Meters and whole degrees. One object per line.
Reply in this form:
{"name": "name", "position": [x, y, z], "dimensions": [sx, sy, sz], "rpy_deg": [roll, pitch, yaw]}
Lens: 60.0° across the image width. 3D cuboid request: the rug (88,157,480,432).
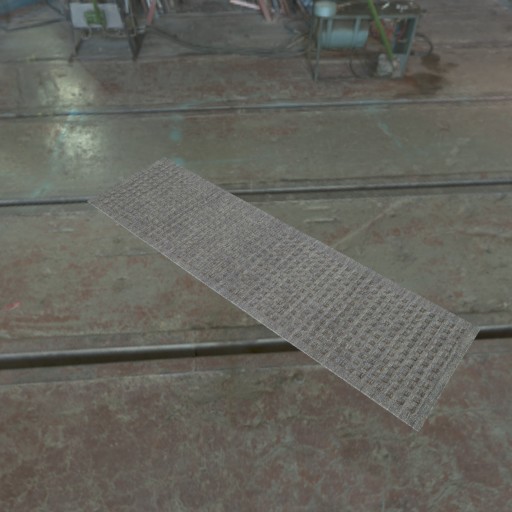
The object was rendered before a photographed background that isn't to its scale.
{"name": "rug", "position": [0.000, 0.000, 2.653], "dimensions": [2.443, 0.009, 0.706], "rpy_deg": [31, 53, 27]}
